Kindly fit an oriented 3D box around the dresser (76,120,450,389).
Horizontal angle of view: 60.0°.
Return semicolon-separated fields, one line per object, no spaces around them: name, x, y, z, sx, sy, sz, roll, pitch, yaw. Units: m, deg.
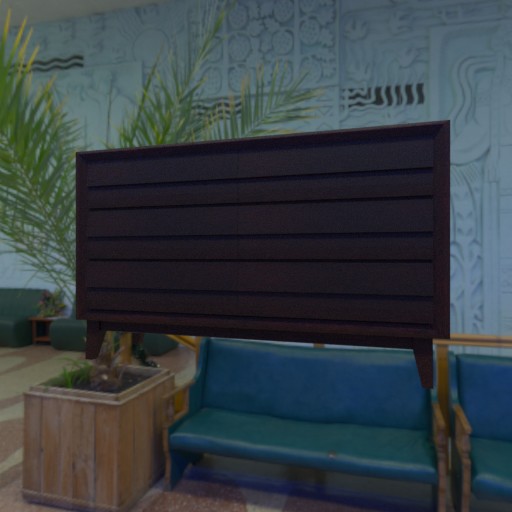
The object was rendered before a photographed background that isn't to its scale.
dresser;0.000;0.000;2.058;1.609;0.971;0.499;0;0;18
